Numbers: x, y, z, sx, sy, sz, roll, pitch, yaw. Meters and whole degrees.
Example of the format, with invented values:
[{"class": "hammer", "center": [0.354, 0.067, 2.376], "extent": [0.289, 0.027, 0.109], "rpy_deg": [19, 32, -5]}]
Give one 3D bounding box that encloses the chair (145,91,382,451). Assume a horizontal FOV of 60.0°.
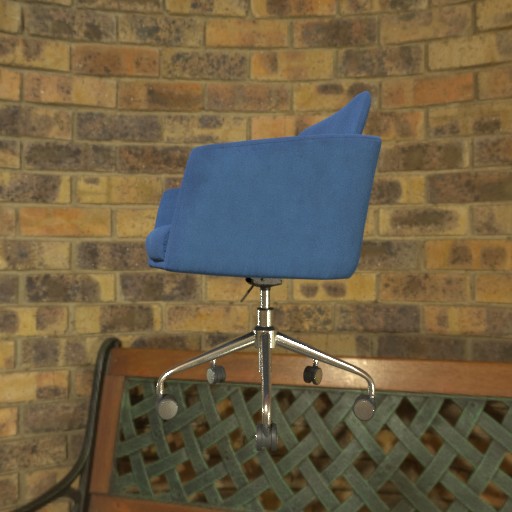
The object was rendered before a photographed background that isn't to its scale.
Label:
[{"class": "chair", "center": [0.000, 0.000, 1.323], "extent": [0.635, 0.908, 0.641], "rpy_deg": [0, 0, -17]}]
